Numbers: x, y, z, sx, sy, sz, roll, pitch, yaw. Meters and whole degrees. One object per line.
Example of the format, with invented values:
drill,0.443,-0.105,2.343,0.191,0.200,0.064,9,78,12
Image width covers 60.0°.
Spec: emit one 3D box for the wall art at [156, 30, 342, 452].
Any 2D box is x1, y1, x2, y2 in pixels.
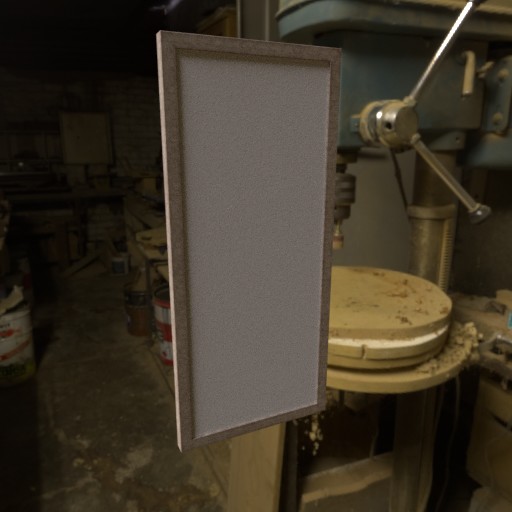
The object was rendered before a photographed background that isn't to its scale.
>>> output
wall art,0.000,0.000,1.649,0.648,1.461,0.051,-7,16,-24
